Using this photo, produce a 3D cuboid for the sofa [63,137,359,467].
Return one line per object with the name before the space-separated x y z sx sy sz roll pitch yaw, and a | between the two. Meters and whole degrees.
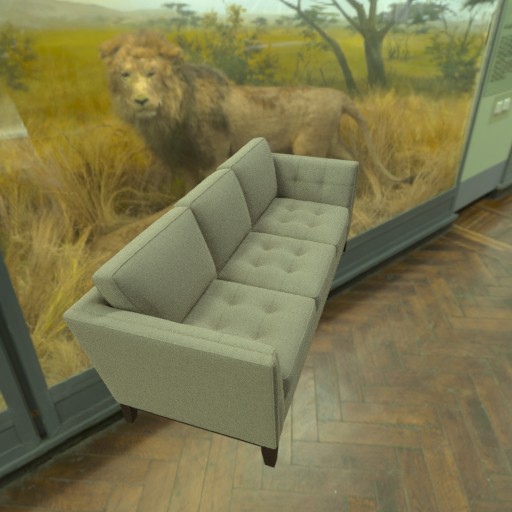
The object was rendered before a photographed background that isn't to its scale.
sofa | 0.000 0.000 2.890 0.965 0.940 2.388 10 33 16
